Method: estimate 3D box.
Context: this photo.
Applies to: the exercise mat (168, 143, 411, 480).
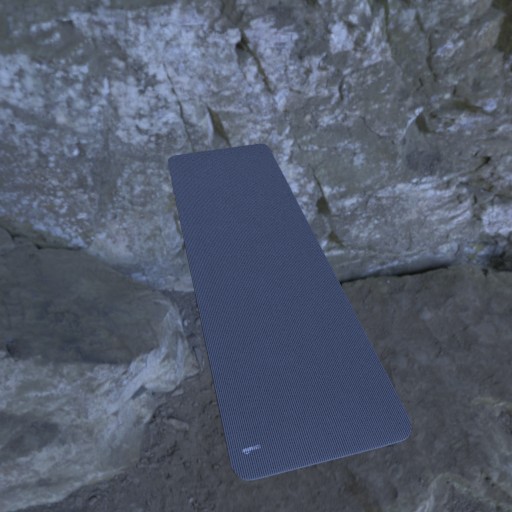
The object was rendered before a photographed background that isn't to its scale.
[{"bbox_3d":[0.000,0.000,2.046,0.616,0.021,1.884,-10,46,-10],"label":"exercise mat"}]
